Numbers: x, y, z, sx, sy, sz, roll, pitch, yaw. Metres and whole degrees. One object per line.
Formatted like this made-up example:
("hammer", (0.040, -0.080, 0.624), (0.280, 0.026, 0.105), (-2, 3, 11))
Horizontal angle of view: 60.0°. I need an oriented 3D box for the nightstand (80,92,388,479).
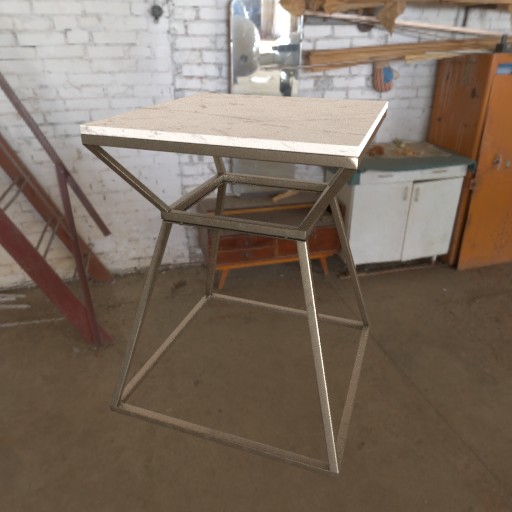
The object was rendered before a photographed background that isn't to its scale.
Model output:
("nightstand", (0.000, 0.000, 0.882), (0.455, 0.554, 0.455), (9, 28, 17))
